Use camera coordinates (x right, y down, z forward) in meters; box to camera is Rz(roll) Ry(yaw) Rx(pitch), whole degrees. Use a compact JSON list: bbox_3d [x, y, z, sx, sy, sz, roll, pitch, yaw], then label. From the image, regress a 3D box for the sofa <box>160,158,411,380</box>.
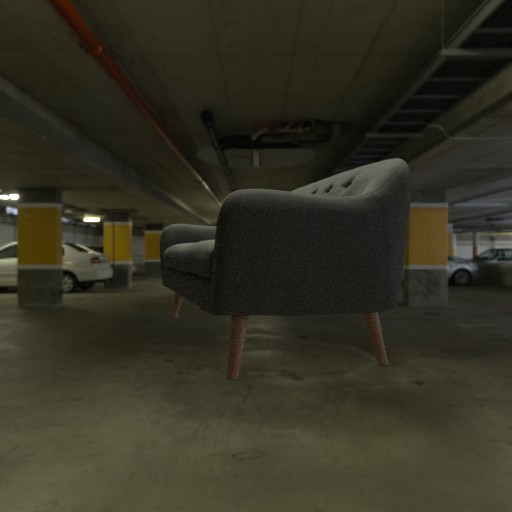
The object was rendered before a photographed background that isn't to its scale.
[{"bbox_3d":[0.000,0.000,2.304,0.820,0.820,1.840,0,0,-18],"label":"sofa"}]
